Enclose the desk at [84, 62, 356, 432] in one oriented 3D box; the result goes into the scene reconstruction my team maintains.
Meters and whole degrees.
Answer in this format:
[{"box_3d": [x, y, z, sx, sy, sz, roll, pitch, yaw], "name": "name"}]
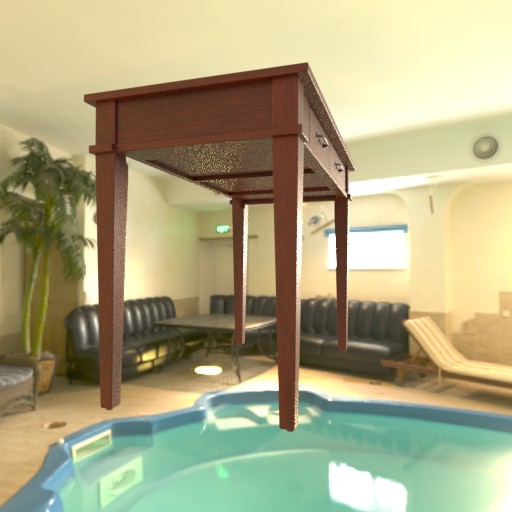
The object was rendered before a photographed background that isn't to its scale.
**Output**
[{"box_3d": [0.000, 0.000, 1.451, 0.549, 0.762, 1.001, 0, -1, 18], "name": "desk"}]
